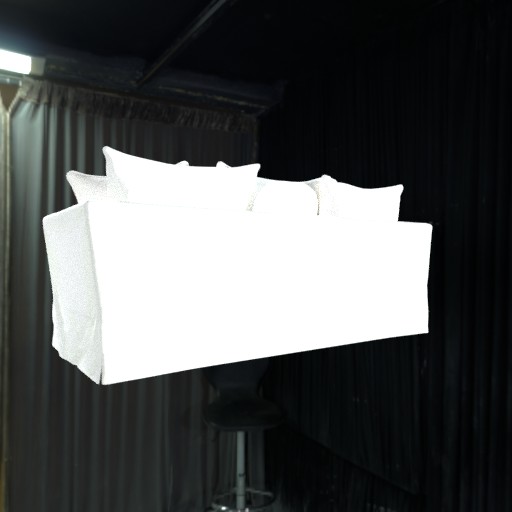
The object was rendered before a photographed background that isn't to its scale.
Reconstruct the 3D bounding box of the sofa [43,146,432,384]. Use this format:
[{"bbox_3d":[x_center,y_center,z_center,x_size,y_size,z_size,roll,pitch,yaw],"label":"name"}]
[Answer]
[{"bbox_3d":[0.000,0.000,2.778,2.290,1.034,1.031,0,0,-35],"label":"sofa"}]
